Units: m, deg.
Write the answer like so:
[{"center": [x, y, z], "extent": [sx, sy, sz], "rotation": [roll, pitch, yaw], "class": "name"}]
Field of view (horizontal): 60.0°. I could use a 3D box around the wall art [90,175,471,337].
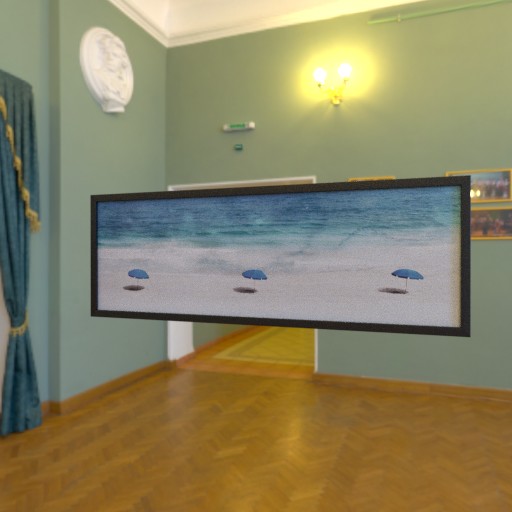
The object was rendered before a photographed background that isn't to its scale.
[{"center": [0.000, 0.000, 0.984], "extent": [0.860, 0.303, 0.037], "rotation": [0, 0, 19], "class": "wall art"}]
